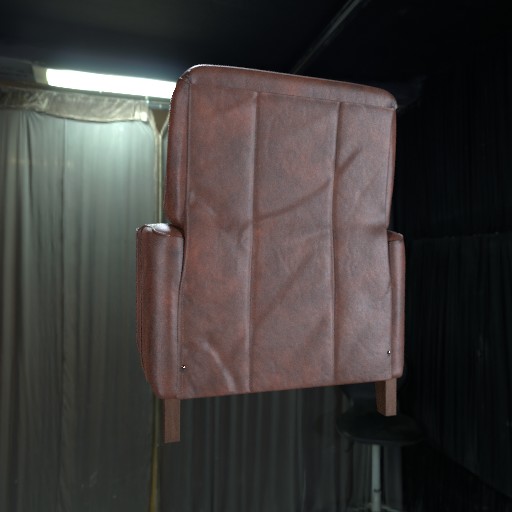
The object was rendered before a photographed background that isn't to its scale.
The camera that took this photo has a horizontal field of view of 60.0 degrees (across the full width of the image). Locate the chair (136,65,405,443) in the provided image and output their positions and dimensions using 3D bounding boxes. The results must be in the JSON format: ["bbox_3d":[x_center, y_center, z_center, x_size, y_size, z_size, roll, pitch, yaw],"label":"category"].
[{"bbox_3d":[0.000,0.000,1.647,0.843,1.043,0.836,0,-1,-18],"label":"chair"}]
